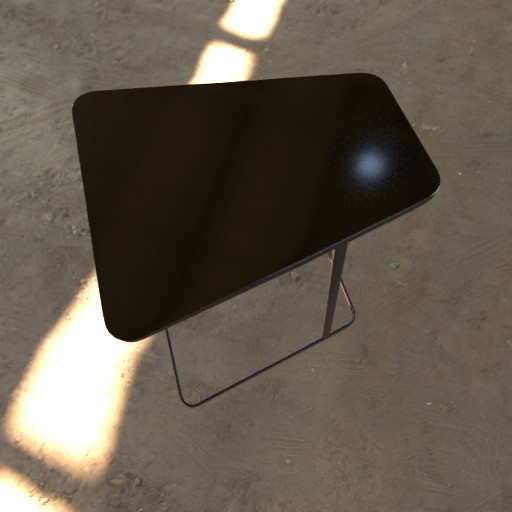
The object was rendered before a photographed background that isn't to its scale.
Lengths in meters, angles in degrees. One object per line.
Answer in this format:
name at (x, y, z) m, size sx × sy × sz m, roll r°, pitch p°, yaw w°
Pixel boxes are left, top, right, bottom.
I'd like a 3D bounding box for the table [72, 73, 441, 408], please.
table at (0.000, 0.000, 0.932) m, size 0.500 × 0.624 × 0.427 m, roll -15°, pitch 65°, yaw -7°
